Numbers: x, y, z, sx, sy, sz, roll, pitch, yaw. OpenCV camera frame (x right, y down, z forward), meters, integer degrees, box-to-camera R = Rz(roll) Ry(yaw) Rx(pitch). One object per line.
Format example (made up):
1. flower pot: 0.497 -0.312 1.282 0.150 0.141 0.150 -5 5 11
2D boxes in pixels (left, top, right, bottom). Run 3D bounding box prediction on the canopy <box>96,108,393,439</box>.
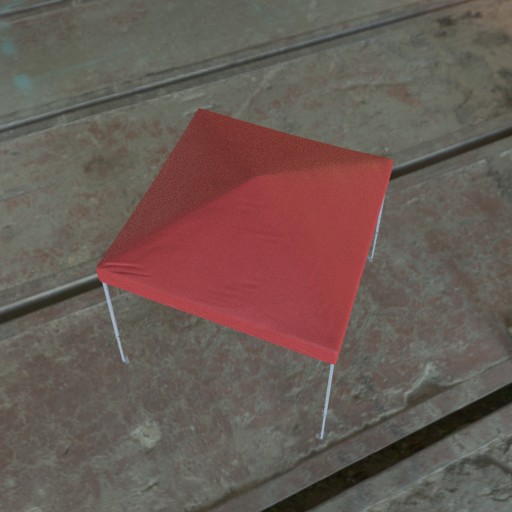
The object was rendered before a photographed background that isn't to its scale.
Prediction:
1. canopy: 0.000 0.000 6.681 3.600 3.600 3.599 18 61 10
